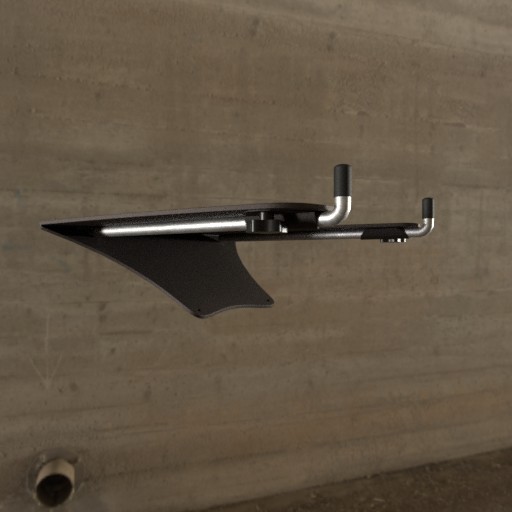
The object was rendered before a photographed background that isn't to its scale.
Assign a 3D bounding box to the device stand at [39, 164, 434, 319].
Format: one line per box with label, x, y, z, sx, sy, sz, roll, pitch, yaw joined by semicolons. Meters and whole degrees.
device stand;0.000;0.000;0.351;0.230;0.092;0.230;0;0;36
